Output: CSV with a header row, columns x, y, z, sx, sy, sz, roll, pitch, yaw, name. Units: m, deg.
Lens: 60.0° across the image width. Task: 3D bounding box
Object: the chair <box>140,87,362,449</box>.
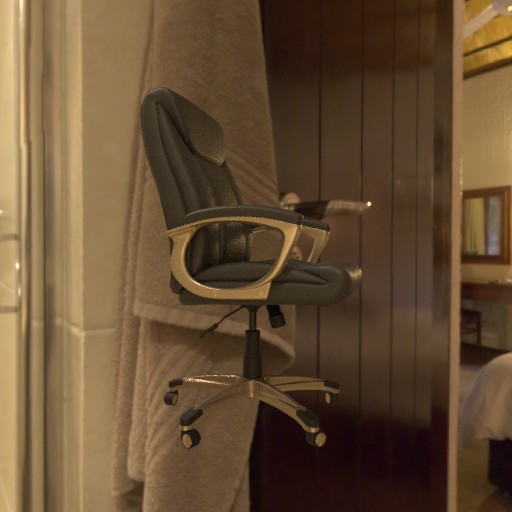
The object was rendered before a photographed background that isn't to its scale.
x,y,z,sx,sy,sz,roll,pitch,yaw,name
0.000,0.000,1.652,0.748,1.188,0.694,0,1,18,chair
